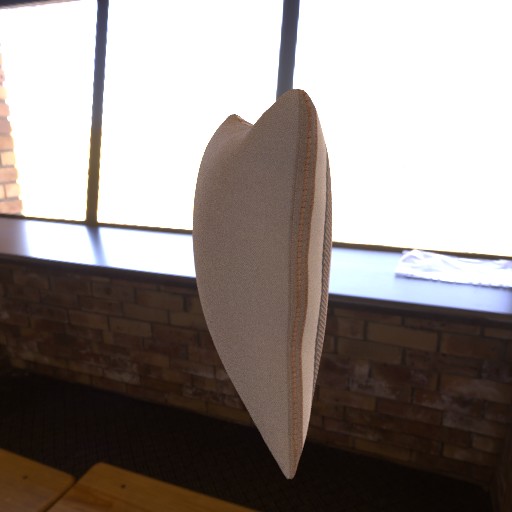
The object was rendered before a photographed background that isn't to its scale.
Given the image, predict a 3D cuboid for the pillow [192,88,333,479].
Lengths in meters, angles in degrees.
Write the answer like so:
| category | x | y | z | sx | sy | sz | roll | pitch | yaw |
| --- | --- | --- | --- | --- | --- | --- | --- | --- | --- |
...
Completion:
| category | x | y | z | sx | sy | sz | roll | pitch | yaw |
| --- | --- | --- | --- | --- | --- | --- | --- | --- | --- |
| pillow | 0.000 | 0.000 | 0.618 | 0.173 | 0.401 | 0.416 | -3 | 15 | -10 |
